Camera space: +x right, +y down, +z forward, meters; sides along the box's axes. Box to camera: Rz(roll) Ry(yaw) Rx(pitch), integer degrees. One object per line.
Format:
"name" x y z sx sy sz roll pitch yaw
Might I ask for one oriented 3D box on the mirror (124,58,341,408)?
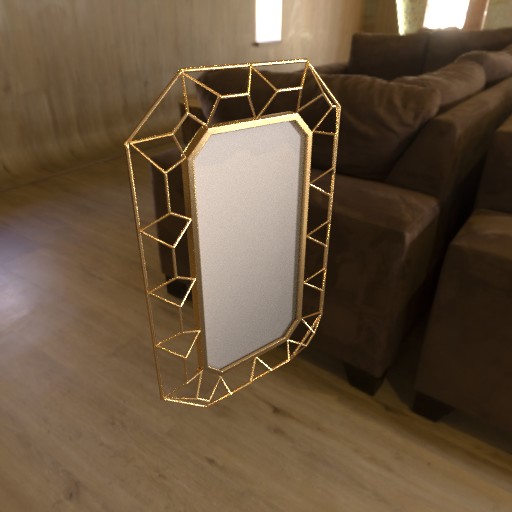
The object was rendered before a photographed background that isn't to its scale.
"mirror" 0.000 0.000 1.088 0.572 0.870 0.051 -21 35 -33
